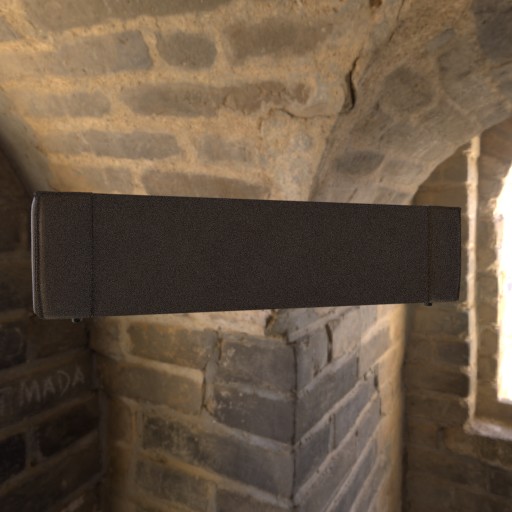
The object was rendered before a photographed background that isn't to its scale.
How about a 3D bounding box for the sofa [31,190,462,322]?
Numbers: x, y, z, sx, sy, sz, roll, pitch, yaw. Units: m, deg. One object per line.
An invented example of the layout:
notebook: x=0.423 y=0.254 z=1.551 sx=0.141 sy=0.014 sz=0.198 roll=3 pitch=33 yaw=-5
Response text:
sofa: x=0.000 y=0.000 z=3.070 sx=2.697 sy=0.680 sz=1.038 roll=0 pitch=1 yaw=-18
